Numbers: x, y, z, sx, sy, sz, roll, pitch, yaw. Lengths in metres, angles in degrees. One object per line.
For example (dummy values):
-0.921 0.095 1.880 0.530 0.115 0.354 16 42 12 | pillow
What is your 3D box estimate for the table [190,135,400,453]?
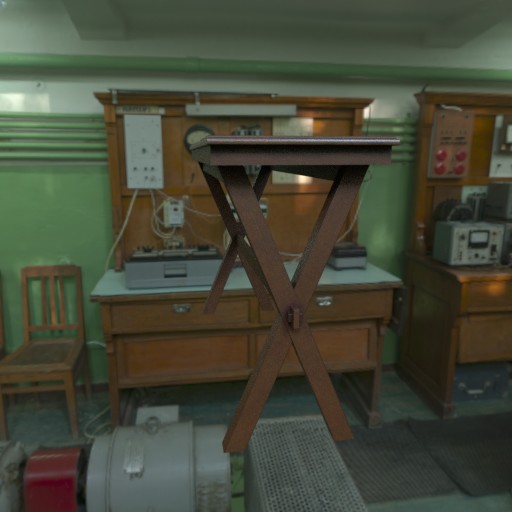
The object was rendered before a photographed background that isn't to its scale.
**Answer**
0.000 0.000 1.544 0.399 0.763 1.197 -2 13 -10 | table
